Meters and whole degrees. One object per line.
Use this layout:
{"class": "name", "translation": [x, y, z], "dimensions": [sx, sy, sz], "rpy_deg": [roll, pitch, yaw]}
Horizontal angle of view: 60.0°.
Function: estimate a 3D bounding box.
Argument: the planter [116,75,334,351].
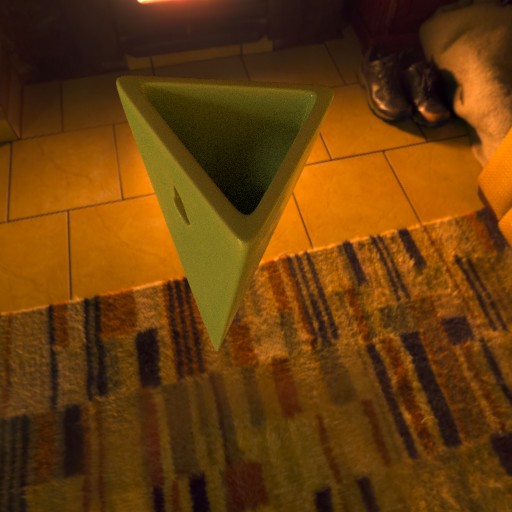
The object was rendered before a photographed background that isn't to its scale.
{"class": "planter", "translation": [0.000, 0.000, 0.216], "dimensions": [0.064, 0.178, 0.080], "rpy_deg": [-30, 64, -16]}
